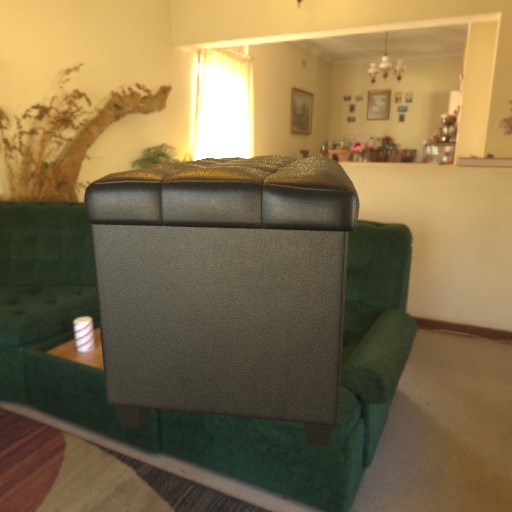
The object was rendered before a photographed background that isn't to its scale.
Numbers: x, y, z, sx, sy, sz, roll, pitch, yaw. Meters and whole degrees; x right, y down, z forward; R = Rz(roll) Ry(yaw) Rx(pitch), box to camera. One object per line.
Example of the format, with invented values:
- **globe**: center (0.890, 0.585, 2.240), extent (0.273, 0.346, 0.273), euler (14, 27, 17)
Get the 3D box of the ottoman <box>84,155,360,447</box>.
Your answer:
- **ottoman**: center (0.000, 0.000, 1.097), extent (0.432, 0.470, 0.838), euler (2, 14, 8)
